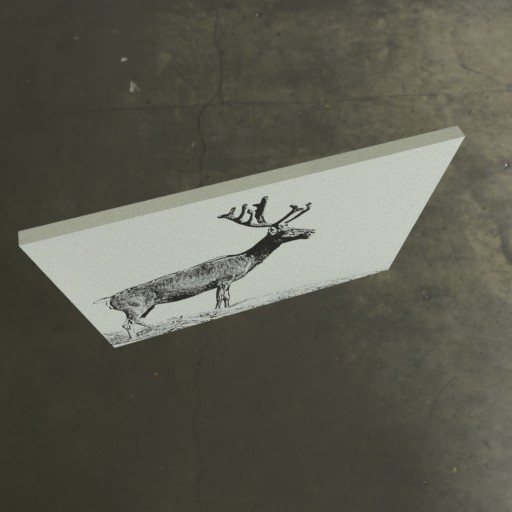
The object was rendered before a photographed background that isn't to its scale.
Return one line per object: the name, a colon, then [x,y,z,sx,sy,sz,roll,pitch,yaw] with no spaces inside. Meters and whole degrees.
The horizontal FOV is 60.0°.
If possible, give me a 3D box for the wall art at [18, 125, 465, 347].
wall art: [0.000,0.000,1.142,0.906,0.617,0.033,-15,62,-8]
